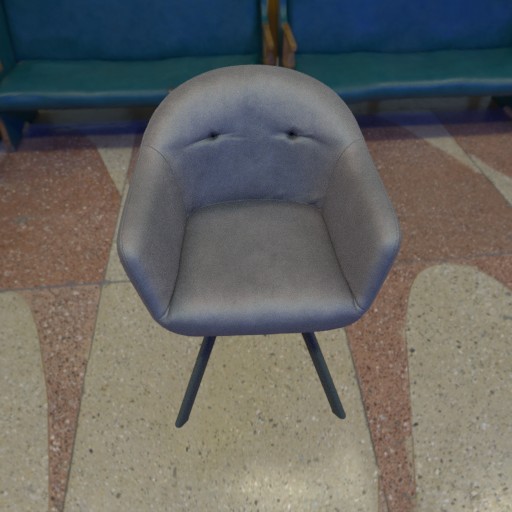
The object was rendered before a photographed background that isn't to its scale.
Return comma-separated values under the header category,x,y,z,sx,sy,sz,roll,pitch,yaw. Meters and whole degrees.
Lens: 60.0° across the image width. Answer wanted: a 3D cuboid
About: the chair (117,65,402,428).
category,x,y,z,sx,sy,sz,roll,pitch,yaw
chair,0.000,0.000,1.156,0.567,0.781,0.544,-2,45,-2
